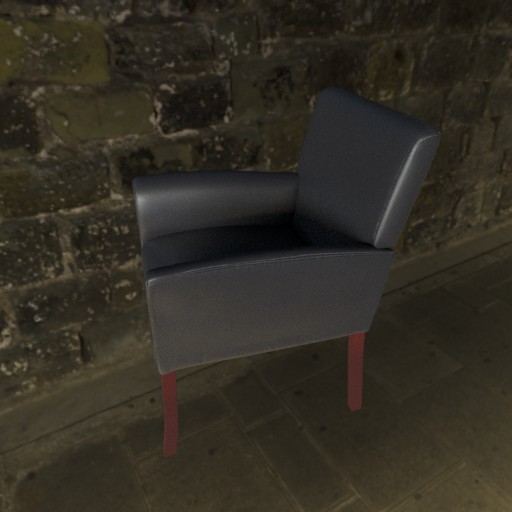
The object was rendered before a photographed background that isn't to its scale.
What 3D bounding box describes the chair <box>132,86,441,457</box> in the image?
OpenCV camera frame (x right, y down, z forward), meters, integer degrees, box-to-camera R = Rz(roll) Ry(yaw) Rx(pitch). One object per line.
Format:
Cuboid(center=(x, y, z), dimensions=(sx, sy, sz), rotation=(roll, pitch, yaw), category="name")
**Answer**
Cuboid(center=(0.000, 0.000, 1.483), dimensions=(0.772, 0.951, 0.683), rotation=(-8, 32, -14), category="chair")
